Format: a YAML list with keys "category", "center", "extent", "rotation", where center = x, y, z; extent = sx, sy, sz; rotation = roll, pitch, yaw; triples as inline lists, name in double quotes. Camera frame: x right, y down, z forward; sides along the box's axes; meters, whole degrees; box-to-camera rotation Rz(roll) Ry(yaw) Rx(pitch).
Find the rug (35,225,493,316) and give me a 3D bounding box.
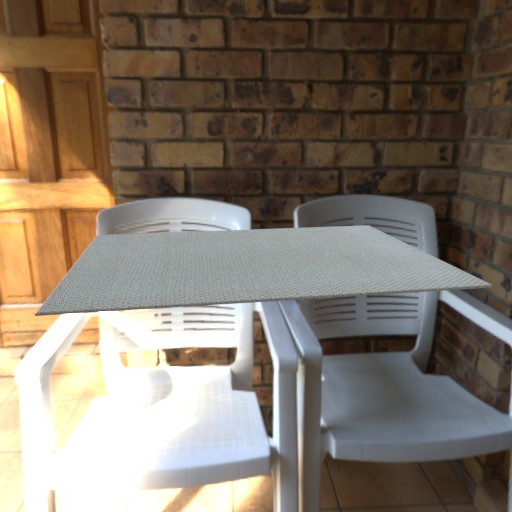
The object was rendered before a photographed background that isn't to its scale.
- category: "rug"
  center: [0.000, 0.000, 2.756]
  extent: [2.144, 0.013, 1.509]
  rotation: [-3, 16, -9]
